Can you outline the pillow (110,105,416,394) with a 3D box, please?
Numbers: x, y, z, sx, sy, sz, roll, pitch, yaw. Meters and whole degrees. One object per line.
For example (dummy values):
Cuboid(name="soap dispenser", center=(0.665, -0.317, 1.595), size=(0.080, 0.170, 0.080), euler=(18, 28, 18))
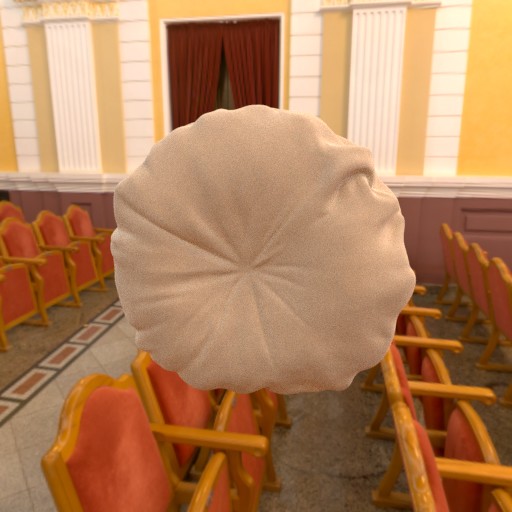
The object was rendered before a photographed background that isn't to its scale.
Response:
Cuboid(name="pillow", center=(0.000, 0.000, 0.631), size=(0.428, 0.407, 0.148), euler=(2, 14, 10))
